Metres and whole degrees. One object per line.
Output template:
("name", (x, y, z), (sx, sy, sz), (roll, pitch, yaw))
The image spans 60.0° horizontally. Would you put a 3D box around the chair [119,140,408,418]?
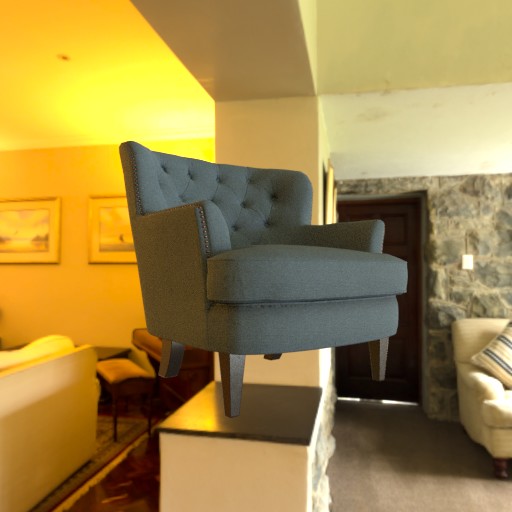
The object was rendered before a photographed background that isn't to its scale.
("chair", (0.000, 0.000, 1.602), (0.848, 0.868, 0.906), (1, -2, -38))
